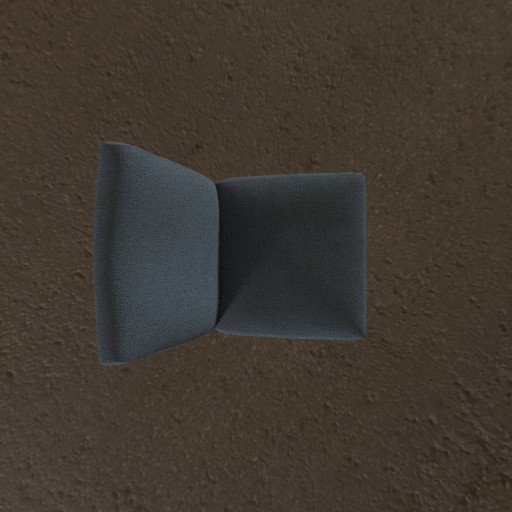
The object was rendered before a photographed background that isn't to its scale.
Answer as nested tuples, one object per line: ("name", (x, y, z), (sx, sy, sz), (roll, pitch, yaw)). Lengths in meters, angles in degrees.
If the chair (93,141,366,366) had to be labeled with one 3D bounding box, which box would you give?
("chair", (0.000, 0.000, 1.277), (0.629, 0.882, 0.487), (0, 89, 1))
